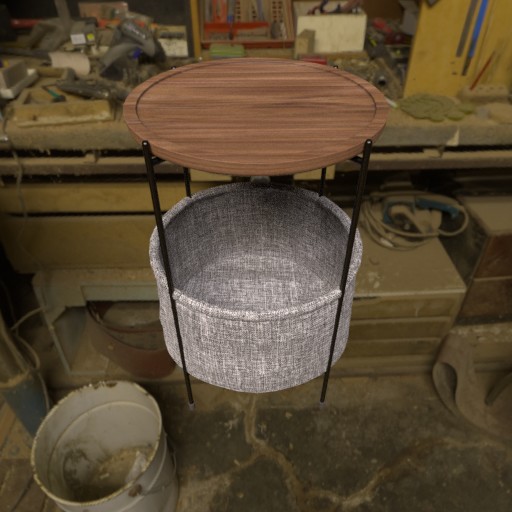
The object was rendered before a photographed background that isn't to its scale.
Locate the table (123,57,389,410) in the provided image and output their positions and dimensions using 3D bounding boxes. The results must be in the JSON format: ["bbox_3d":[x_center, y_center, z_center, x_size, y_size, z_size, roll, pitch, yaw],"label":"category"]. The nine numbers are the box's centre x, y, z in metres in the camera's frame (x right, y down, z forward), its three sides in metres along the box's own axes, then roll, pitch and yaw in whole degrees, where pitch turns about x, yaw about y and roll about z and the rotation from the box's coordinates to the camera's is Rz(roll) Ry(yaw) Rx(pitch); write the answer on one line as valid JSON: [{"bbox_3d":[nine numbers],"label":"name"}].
[{"bbox_3d":[0.000,0.000,0.862,0.400,0.623,0.400,0,41,-1],"label":"table"}]
